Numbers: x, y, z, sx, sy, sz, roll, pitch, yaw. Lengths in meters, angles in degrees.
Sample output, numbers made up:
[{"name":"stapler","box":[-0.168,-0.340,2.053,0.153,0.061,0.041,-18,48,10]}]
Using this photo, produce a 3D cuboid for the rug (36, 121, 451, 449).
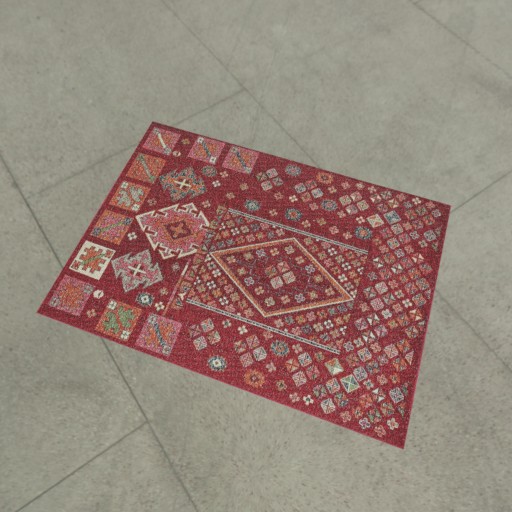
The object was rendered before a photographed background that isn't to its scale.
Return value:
[{"name":"rug","box":[0.000,0.000,2.773,2.184,0.007,1.579,18,65,9]}]
